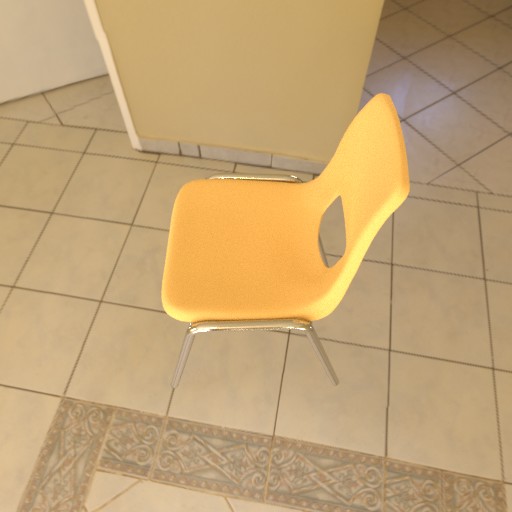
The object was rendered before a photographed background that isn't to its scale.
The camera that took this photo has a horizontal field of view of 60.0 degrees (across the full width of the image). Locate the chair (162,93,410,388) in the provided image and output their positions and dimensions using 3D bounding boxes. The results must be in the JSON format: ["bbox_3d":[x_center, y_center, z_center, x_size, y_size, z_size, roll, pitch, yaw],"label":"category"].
[{"bbox_3d":[0.000,0.000,0.945,0.436,0.704,0.381,1,58,0],"label":"chair"}]
